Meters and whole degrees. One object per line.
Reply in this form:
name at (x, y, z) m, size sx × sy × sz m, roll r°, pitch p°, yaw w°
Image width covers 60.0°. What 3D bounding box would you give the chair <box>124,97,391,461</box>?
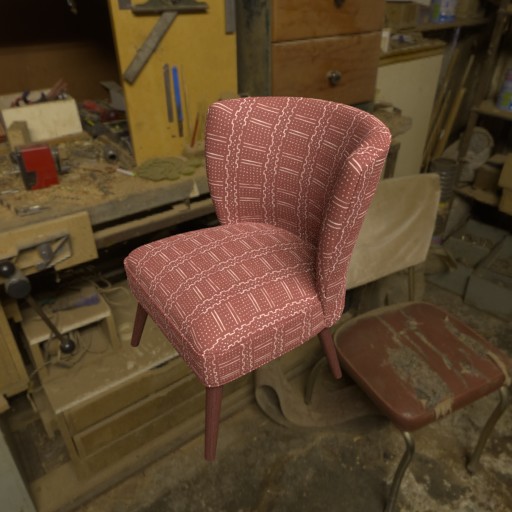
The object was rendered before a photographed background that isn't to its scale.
chair at (0.000, 0.000, 1.453) m, size 0.758 × 0.866 × 0.706 m, roll -21°, pitch 38°, yaw -29°
